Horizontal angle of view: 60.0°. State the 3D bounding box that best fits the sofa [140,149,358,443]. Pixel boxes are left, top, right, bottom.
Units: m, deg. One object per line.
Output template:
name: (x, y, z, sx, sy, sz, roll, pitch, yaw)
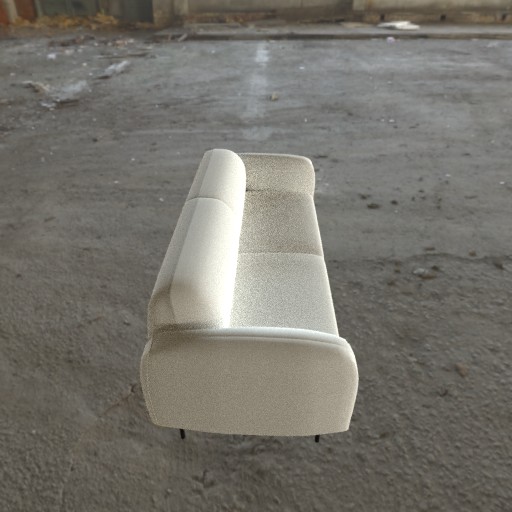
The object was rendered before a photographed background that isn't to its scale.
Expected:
sofa: (0.000, 0.000, 2.697, 0.870, 0.780, 2.280, 1, 32, 1)
